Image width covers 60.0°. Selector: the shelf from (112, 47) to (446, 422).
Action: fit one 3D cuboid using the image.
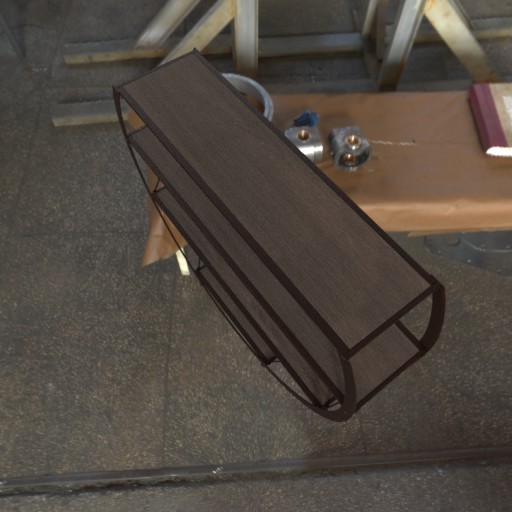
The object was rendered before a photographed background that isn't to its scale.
[{"bbox_3d":[0.000,0.000,1.820,0.344,1.063,1.403,-33,66,-17],"label":"shelf"}]
